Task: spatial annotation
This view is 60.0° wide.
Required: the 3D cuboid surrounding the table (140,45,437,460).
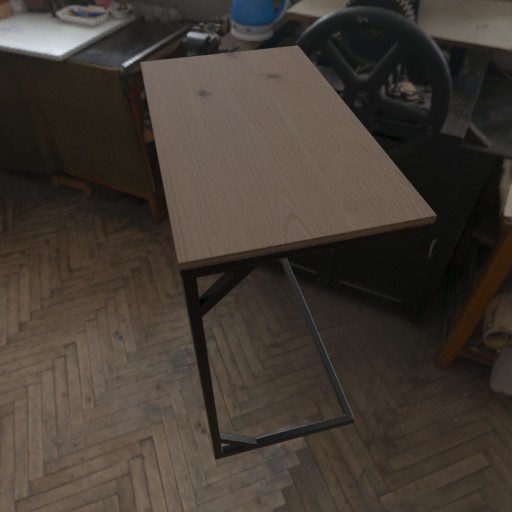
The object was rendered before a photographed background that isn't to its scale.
[{"bbox_3d":[0.000,0.000,1.011,0.351,0.673,0.597,-11,47,-10],"label":"table"}]
